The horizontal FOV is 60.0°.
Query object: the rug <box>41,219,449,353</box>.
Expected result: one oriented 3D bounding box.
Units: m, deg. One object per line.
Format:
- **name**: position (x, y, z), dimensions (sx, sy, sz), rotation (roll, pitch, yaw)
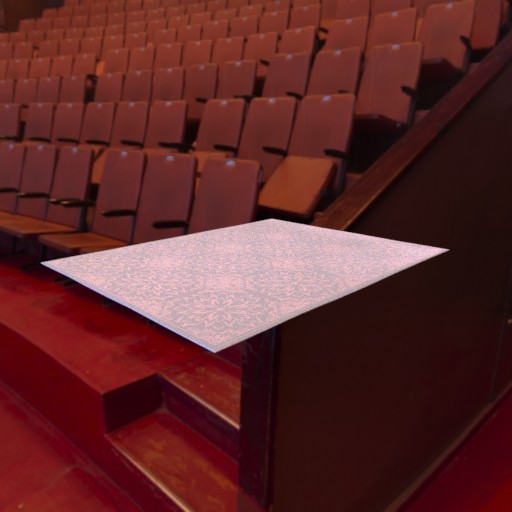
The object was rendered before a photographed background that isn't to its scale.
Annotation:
- **rug**: position (0.000, 0.000, 4.104), dimensions (2.363, 0.012, 2.980), rotation (15, 21, 43)
